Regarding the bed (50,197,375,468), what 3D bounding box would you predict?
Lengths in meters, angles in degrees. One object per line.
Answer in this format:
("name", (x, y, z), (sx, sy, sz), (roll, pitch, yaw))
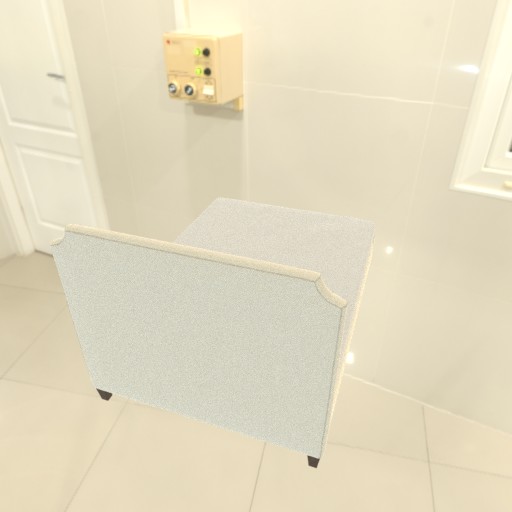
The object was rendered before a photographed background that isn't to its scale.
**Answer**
("bed", (0.000, 0.000, 3.542), (1.712, 1.497, 2.372), (11, 35, 16))
